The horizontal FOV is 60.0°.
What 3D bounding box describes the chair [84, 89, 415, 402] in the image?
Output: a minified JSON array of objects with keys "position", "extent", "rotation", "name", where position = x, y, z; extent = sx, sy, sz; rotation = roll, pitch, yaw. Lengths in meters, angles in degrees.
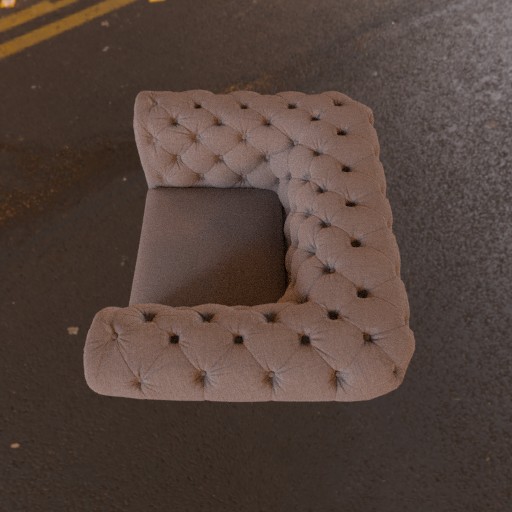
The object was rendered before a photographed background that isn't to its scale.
[{"position":[0.000,0.000,1.829],"extent":[0.976,0.770,1.270],"rotation":[0,60,0],"name":"chair"}]
